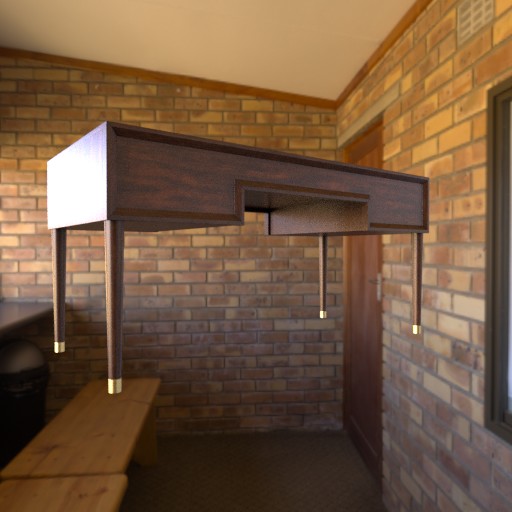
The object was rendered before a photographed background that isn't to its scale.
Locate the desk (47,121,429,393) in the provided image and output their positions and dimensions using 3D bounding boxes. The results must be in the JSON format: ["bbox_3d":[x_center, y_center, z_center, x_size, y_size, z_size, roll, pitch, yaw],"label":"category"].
[{"bbox_3d":[0.000,0.000,1.983,1.575,0.762,0.724,-1,1,-37],"label":"desk"}]
